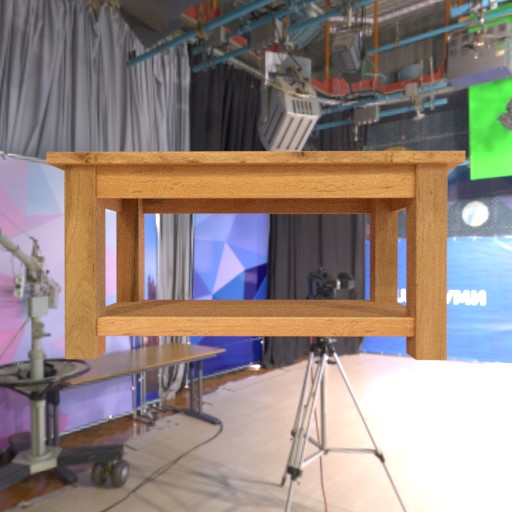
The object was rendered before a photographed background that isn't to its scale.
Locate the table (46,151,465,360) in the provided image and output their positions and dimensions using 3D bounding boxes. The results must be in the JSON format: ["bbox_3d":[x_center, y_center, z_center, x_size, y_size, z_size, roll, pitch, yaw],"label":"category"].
[{"bbox_3d":[0.000,0.000,1.177,0.899,0.452,0.450,0,0,1],"label":"table"}]
